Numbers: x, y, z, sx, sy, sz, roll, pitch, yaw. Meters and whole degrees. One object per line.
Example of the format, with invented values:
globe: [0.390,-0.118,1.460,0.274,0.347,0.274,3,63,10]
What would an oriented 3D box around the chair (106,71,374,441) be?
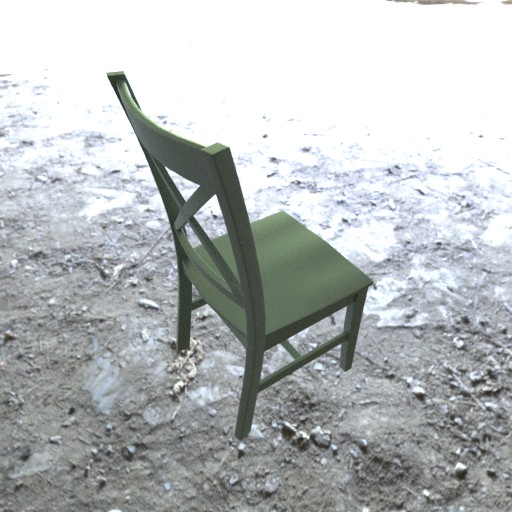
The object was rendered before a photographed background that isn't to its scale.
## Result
chair: [0.000,0.000,1.273,0.542,0.983,0.485,-24,45,-25]
